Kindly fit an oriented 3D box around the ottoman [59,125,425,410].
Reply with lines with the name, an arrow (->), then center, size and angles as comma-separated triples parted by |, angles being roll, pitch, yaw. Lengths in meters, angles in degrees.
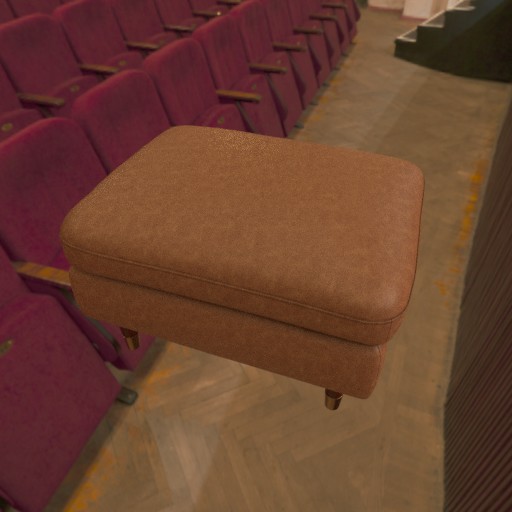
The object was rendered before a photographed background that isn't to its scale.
ottoman -> 0.000, 0.000, 1.139 | 0.747, 0.478, 0.593 | 13, 41, 15
